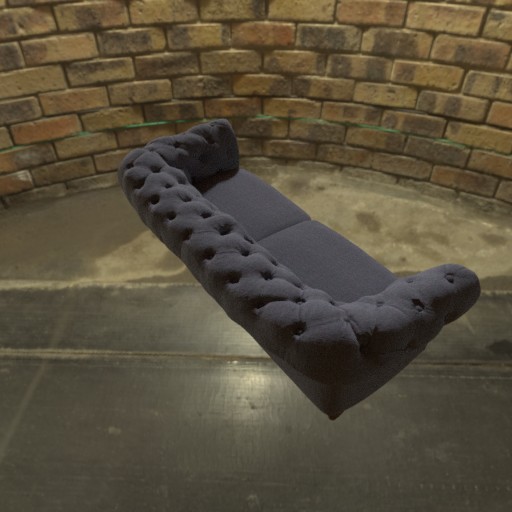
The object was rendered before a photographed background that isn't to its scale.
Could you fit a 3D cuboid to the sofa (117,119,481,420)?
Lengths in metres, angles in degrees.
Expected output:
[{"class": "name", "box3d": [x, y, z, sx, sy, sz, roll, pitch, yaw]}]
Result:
[{"class": "sofa", "box3d": [0.000, 0.000, 2.804, 1.046, 0.836, 2.335, -26, 47, -27]}]
